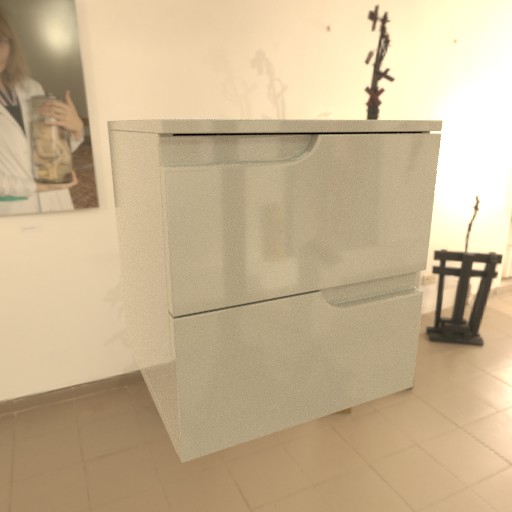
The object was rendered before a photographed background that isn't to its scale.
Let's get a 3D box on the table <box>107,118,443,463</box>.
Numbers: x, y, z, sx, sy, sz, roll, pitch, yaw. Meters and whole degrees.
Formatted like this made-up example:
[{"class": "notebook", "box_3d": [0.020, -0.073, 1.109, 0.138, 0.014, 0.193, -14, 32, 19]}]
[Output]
[{"class": "table", "box_3d": [0.000, 0.000, 0.805, 0.420, 0.470, 0.400, -8, 18, -25]}]
